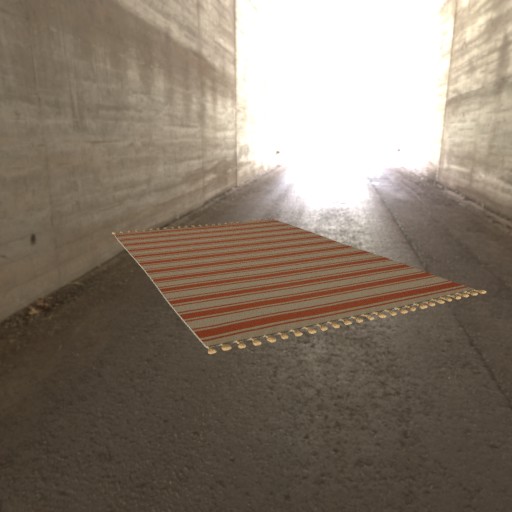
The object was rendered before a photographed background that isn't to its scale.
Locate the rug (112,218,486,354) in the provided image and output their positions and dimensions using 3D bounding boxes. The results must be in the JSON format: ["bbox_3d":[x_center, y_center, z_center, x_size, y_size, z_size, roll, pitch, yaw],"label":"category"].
[{"bbox_3d":[0.000,0.000,3.046,1.556,0.022,2.433,-7,17,-25],"label":"rug"}]
